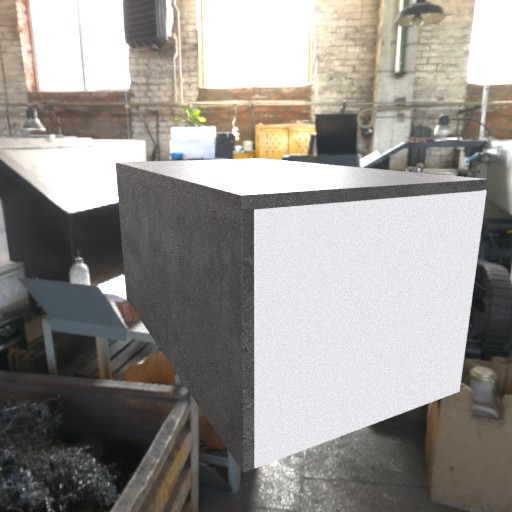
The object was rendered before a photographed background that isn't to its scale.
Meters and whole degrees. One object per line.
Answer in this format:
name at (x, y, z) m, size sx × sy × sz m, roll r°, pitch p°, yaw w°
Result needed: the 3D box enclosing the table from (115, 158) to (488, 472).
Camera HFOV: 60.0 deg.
table at (0.000, 0.000, 0.902) m, size 0.400 × 0.350 × 0.700 m, roll -8°, pitch 17°, yaw -26°
